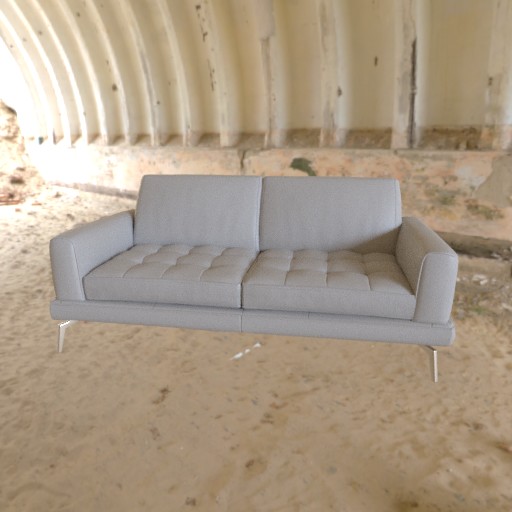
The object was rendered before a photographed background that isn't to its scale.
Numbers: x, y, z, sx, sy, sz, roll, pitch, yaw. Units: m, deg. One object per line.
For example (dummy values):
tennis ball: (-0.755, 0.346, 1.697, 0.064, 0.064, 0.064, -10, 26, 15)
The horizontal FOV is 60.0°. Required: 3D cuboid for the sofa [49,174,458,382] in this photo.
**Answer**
sofa: (0.000, 0.000, 2.743, 2.177, 0.930, 1.121, 2, 15, 9)
